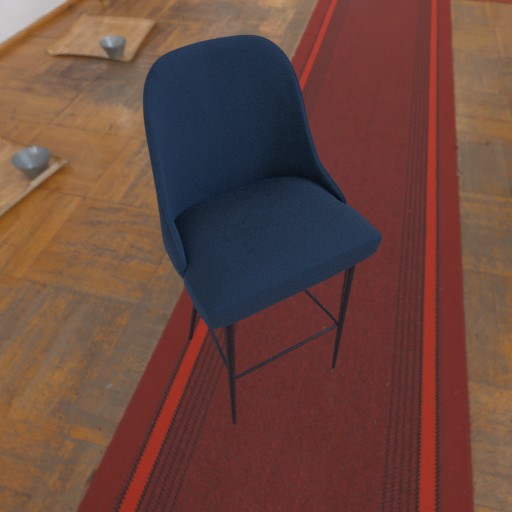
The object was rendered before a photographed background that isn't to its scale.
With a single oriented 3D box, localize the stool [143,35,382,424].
[{"bbox_3d":[0.000,0.000,1.324,0.527,1.079,0.489,-23,51,-20],"label":"stool"}]
